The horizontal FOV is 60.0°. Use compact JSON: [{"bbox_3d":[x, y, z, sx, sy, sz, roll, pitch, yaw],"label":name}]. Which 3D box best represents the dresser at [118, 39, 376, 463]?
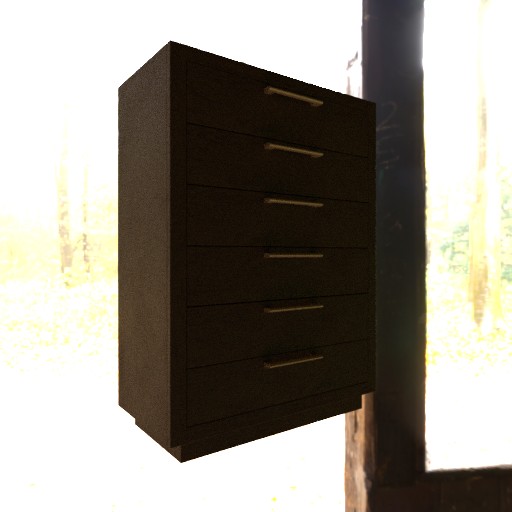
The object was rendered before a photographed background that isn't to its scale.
[{"bbox_3d":[0.000,0.000,1.810,0.964,1.320,0.516,0,0,-36],"label":"dresser"}]
